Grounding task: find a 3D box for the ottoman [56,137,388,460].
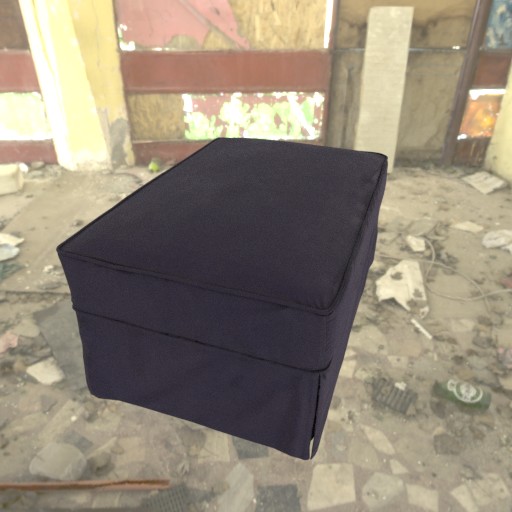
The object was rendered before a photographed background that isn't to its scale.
[{"bbox_3d":[0.000,0.000,1.316,0.637,0.503,0.938,11,33,17],"label":"ottoman"}]
